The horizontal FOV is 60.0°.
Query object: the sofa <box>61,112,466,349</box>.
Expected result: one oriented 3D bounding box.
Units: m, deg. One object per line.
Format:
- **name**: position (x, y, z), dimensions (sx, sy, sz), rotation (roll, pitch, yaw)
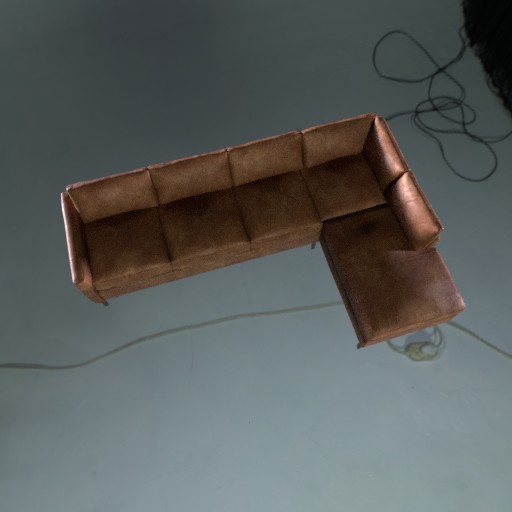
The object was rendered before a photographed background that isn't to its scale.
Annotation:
- **sofa**: position (0.000, 0.000, 3.816), dimensions (2.984, 0.877, 1.938), rotation (-15, 66, -7)
